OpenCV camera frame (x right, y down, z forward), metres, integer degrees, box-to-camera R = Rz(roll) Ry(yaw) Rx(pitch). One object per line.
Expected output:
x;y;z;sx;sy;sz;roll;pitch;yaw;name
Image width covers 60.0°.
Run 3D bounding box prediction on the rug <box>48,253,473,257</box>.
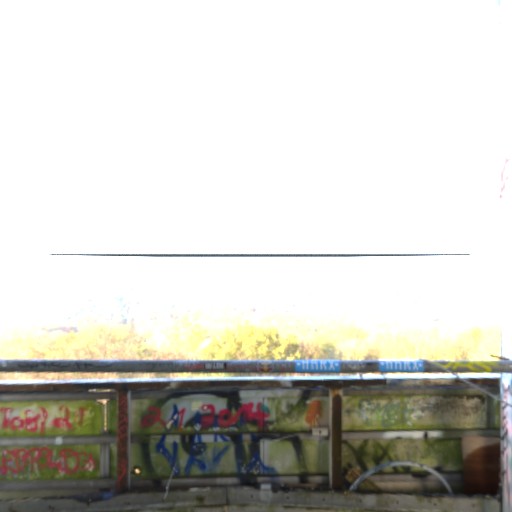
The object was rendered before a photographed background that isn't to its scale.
0.000;0.000;3.944;2.363;0.012;2.980;0;0;-2;rug
